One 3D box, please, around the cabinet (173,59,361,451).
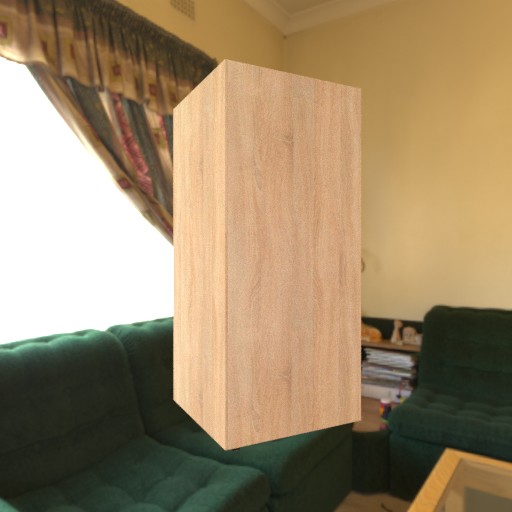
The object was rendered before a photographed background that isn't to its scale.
[{"bbox_3d":[0.000,0.000,2.905,1.327,2.120,1.094,0,0,18],"label":"cabinet"}]
